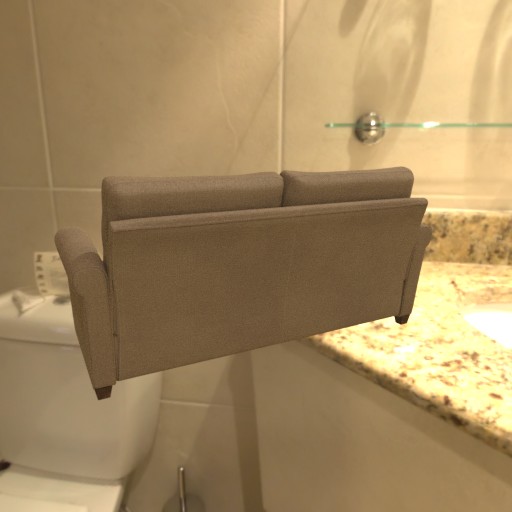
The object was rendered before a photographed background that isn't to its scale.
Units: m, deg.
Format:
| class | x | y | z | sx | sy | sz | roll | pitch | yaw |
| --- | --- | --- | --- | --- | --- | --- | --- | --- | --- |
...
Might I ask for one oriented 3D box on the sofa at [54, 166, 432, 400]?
| class | x | y | z | sx | sy | sz | roll | pitch | yaw |
| --- | --- | --- | --- | --- | --- | --- | --- | --- | --- |
| sofa | 0.000 | 0.000 | 2.410 | 1.935 | 0.942 | 0.842 | -7 | 16 | -27 |
